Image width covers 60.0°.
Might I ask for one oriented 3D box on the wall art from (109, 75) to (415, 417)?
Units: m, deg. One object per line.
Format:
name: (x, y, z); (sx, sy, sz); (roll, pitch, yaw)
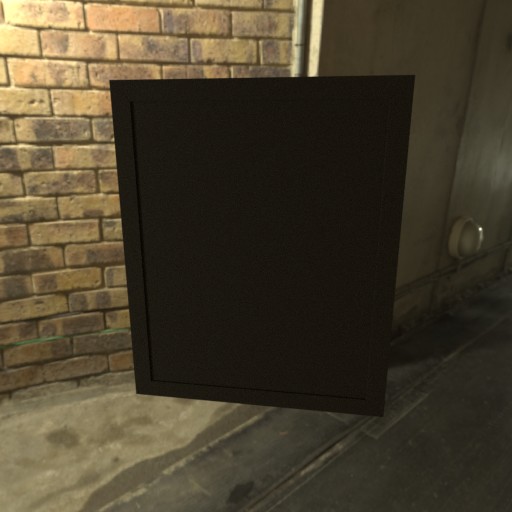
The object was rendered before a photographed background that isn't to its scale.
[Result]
wall art: (0.000, 0.000, 0.748); (0.457, 0.559, 0.033); (2, 16, 8)
